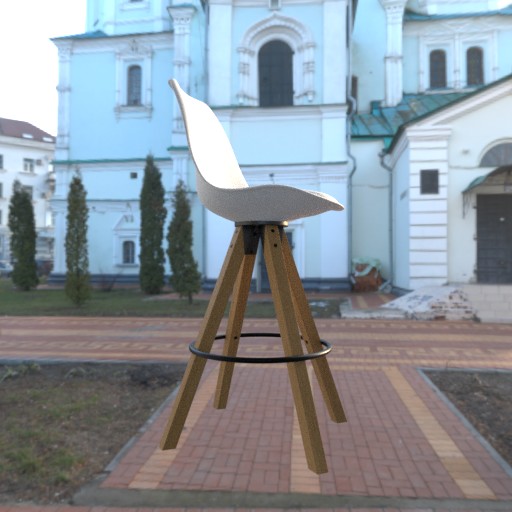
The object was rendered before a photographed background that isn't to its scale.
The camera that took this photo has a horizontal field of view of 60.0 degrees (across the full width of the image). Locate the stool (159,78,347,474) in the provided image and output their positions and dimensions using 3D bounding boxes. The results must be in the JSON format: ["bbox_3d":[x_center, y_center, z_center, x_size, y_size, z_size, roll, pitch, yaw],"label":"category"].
[{"bbox_3d":[0.000,0.000,1.403,0.549,1.115,0.482,0,-1,19],"label":"stool"}]
